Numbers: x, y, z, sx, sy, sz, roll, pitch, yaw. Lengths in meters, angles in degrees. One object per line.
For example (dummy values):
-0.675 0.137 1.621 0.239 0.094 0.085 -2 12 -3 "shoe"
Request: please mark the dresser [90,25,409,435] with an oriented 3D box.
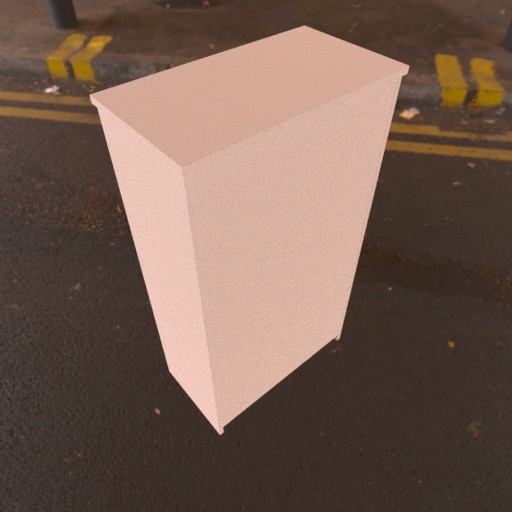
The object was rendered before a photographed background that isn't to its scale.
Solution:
0.000 0.000 1.542 0.704 1.255 0.399 -31 53 -27 "dresser"
